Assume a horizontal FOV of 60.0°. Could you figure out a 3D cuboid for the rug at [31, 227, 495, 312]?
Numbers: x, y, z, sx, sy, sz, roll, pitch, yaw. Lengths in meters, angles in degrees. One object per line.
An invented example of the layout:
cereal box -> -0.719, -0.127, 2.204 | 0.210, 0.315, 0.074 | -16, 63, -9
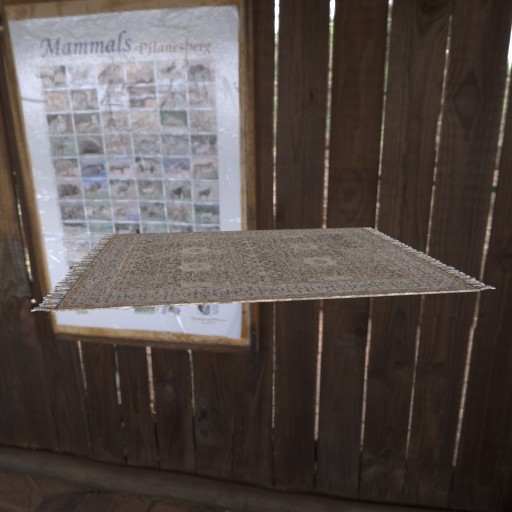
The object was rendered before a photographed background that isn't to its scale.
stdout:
rug -> 0.000, 0.000, 4.248 | 3.291, 0.017, 2.431 | -2, 15, -8
